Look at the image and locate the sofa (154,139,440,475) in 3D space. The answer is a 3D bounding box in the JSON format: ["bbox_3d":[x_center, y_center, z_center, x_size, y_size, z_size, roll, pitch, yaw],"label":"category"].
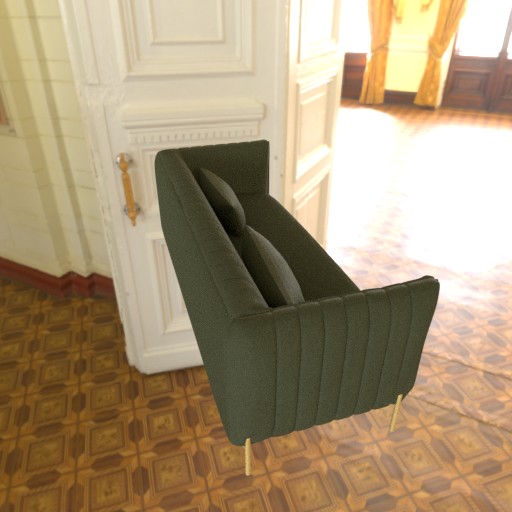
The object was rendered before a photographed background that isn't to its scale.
[{"bbox_3d":[0.000,0.000,2.603,0.896,0.793,2.137,-9,32,-15],"label":"sofa"}]
